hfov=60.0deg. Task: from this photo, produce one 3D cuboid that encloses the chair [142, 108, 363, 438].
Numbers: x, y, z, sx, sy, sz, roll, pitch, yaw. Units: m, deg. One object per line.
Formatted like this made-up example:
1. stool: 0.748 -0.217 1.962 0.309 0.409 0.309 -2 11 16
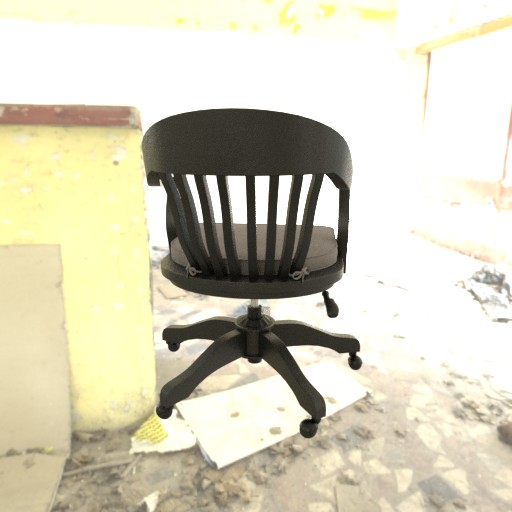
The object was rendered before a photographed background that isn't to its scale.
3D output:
1. chair: 0.000 0.000 1.449 0.750 0.878 0.788 2 15 7
